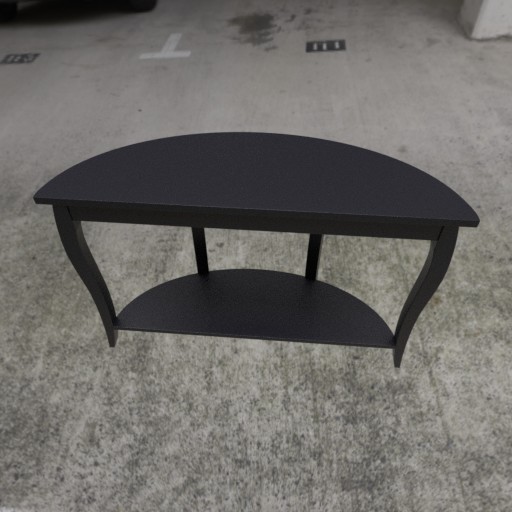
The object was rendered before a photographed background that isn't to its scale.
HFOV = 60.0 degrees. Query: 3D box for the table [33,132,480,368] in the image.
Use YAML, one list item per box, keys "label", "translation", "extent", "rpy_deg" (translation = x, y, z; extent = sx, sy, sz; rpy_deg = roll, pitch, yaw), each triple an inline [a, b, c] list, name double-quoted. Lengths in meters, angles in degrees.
- label: "table"
  translation: [0.000, 0.000, 1.620]
  extent: [1.219, 0.780, 0.394]
  rpy_deg: [3, 46, 3]
